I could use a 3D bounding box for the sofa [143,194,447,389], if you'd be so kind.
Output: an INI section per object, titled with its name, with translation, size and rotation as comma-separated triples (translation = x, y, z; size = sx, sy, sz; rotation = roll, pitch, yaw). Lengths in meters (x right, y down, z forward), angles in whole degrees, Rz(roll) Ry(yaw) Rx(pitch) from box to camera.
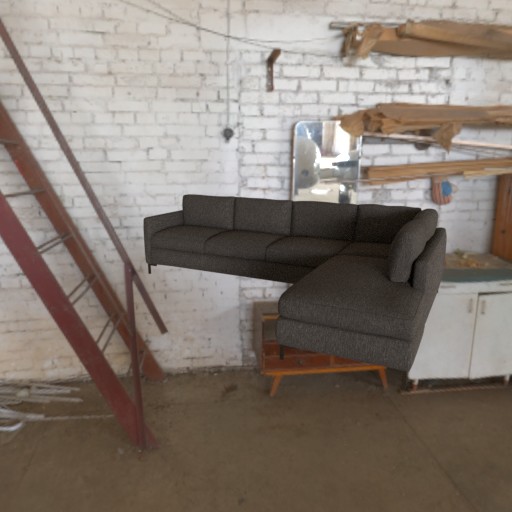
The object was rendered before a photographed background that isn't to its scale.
[sofa]
translation = 0.000, 0.000, 3.871
size = 2.949, 0.815, 2.007
rotation = 7, 15, 26
